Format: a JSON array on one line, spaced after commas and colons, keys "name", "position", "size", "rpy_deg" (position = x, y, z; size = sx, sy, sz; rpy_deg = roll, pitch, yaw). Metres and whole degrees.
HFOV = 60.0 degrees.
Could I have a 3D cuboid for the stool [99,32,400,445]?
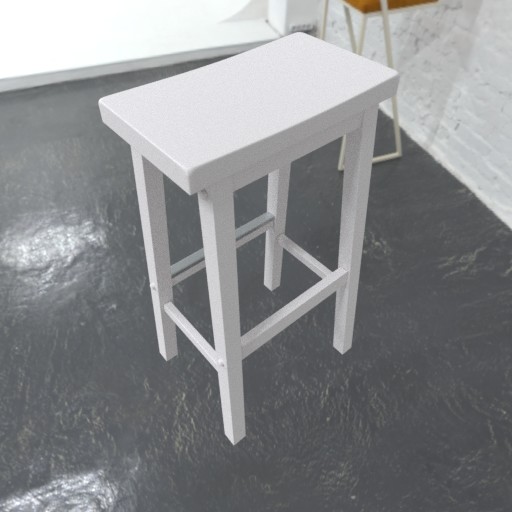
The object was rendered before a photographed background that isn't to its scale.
[{"name": "stool", "position": [0.000, 0.000, 0.933], "size": [0.406, 0.742, 0.322], "rpy_deg": [-31, 54, -27]}]
